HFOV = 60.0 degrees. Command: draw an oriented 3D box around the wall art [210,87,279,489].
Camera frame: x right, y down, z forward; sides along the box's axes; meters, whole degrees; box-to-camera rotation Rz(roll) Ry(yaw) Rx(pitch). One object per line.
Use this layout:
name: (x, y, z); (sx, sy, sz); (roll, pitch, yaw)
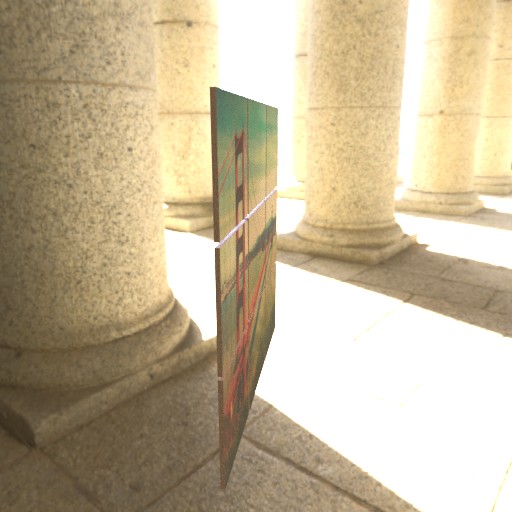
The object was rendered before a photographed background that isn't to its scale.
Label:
wall art: (0.000, 0.000, 1.826); (0.016, 1.207, 1.217); (3, 16, 10)
